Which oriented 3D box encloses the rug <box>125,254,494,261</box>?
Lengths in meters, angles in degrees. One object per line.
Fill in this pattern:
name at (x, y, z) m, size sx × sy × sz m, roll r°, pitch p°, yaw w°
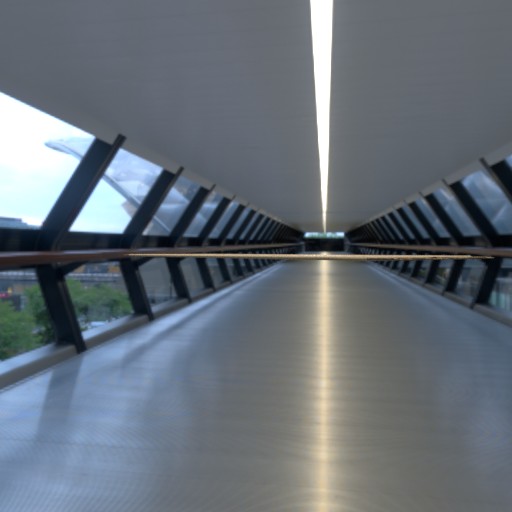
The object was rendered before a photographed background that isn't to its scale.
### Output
rug at (0.000, 0.000, 2.631) m, size 0.729 × 0.021 × 2.438 m, roll 0°, pitch 1°, yaw -37°
